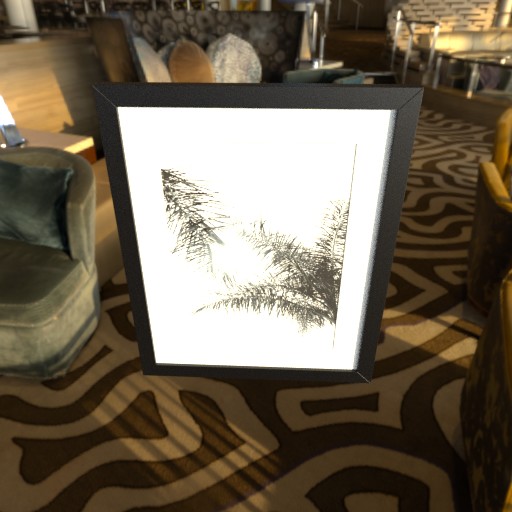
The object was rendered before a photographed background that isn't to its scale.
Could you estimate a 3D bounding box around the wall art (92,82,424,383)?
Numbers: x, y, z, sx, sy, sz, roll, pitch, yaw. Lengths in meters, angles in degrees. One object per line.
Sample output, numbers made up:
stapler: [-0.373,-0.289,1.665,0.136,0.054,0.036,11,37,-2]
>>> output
wall art: [0.000,0.000,0.762,0.457,0.557,0.028,1,30,2]
